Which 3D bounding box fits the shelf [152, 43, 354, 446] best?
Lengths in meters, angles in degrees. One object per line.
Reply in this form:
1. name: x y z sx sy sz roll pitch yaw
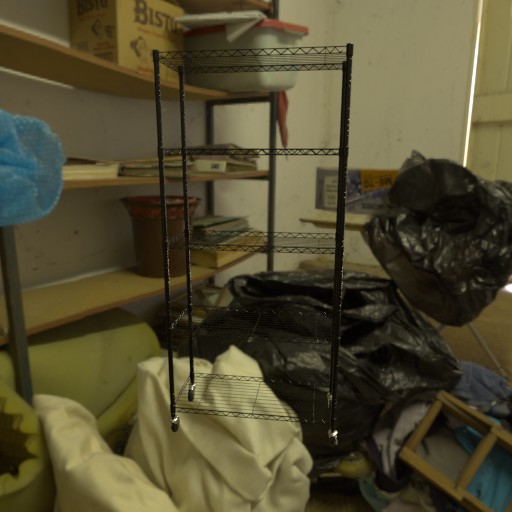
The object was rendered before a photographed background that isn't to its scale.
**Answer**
1. shelf: 0.000 0.000 1.963 0.762 1.645 0.356 2 13 8
